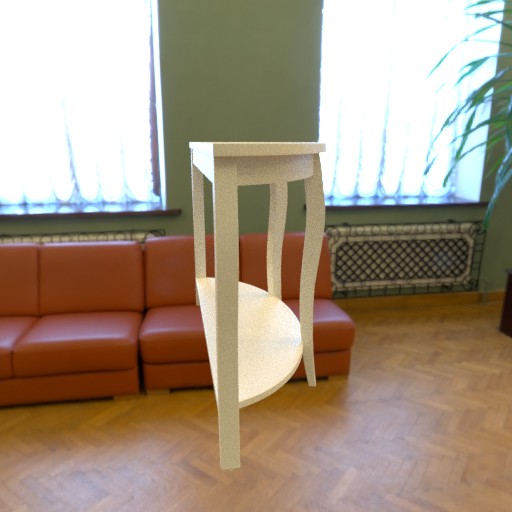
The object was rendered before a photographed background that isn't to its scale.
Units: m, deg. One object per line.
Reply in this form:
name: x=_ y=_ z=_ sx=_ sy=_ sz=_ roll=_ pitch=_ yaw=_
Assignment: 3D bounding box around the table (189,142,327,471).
table: x=0.000 y=0.000 z=1.572 sx=0.394 sy=0.780 sz=1.219 roll=-3 pitch=15 yaw=-10
